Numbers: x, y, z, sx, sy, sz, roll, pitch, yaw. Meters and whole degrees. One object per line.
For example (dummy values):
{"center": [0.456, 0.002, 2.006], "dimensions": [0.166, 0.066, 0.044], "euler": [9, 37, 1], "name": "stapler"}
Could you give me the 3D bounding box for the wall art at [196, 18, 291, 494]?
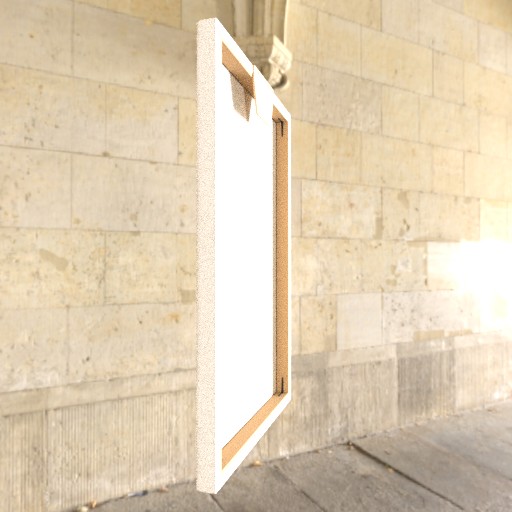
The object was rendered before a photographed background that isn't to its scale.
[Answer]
{"center": [0.000, 0.000, 1.127], "dimensions": [0.048, 0.902, 0.602], "euler": [0, -1, 18], "name": "wall art"}
